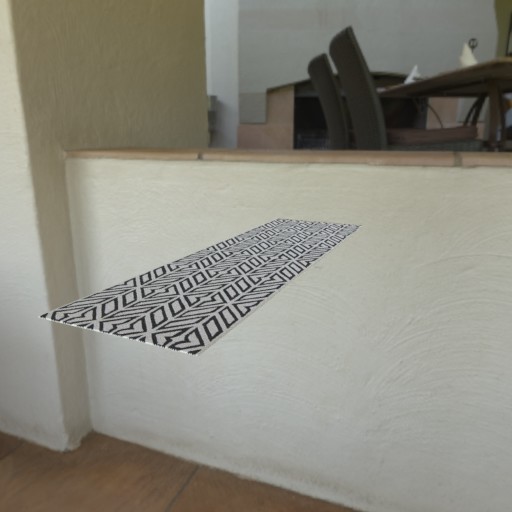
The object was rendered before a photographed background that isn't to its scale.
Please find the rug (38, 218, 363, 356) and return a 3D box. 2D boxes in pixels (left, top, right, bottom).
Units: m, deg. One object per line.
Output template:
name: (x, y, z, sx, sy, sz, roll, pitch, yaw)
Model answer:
rug: (0.000, 0.000, 2.659, 0.750, 0.009, 2.435, 7, 17, 25)
